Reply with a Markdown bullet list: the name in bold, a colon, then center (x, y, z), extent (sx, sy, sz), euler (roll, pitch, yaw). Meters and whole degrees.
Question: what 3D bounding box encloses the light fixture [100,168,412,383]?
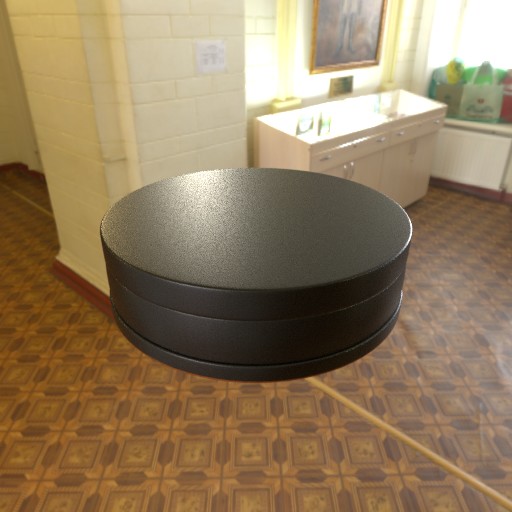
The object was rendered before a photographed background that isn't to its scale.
- **light fixture**: center (0.000, 0.000, 0.438), extent (0.283, 0.097, 0.283), euler (0, 28, 0)
